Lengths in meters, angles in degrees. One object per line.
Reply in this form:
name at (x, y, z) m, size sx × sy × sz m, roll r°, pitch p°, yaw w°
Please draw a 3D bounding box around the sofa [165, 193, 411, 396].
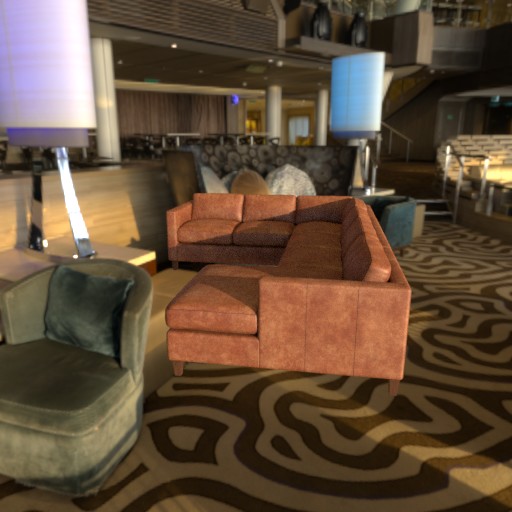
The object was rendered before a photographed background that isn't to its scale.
sofa at (0.000, 0.000, 4.475) m, size 2.452 × 0.888 × 3.324 m, roll 3°, pitch 15°, yaw 9°
